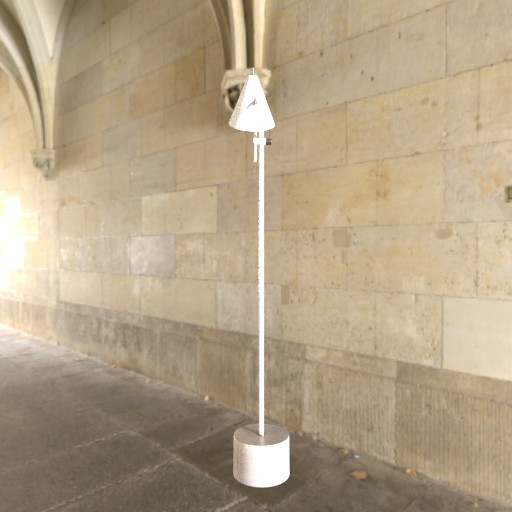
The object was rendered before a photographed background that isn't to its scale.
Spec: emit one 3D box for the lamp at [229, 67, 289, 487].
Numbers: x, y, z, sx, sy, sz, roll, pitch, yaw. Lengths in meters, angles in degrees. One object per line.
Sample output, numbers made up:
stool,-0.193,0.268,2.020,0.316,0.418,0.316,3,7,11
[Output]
lamp,0.000,0.000,1.623,0.223,1.430,0.508,0,0,0
